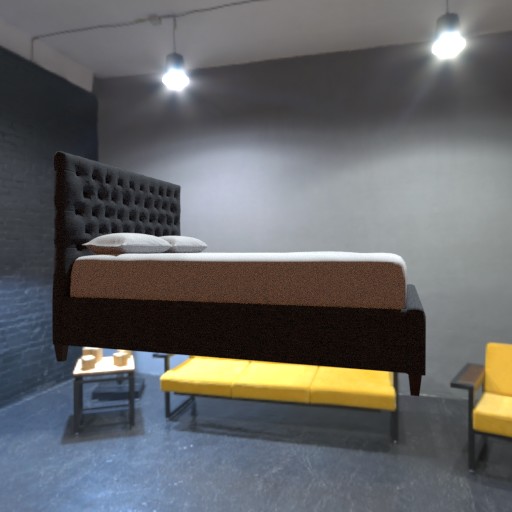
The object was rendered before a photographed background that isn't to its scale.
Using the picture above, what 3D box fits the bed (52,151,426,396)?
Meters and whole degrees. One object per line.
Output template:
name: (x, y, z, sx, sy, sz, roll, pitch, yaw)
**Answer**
bed: (0.000, 0.000, 3.429, 2.387, 1.427, 1.698, 0, 1, 18)
